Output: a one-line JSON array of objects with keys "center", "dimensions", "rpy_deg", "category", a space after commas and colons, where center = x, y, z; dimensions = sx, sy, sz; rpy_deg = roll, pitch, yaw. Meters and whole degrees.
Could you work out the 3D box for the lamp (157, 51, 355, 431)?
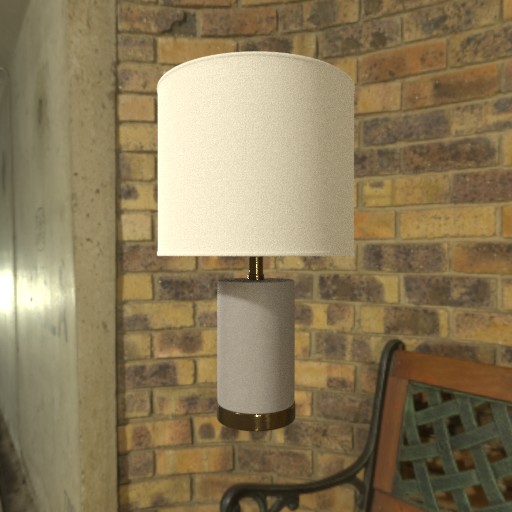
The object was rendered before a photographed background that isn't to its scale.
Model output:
[{"center": [0.000, 0.000, 0.526], "dimensions": [0.229, 0.380, 0.229], "rpy_deg": [0, 0, 0], "category": "lamp"}]
